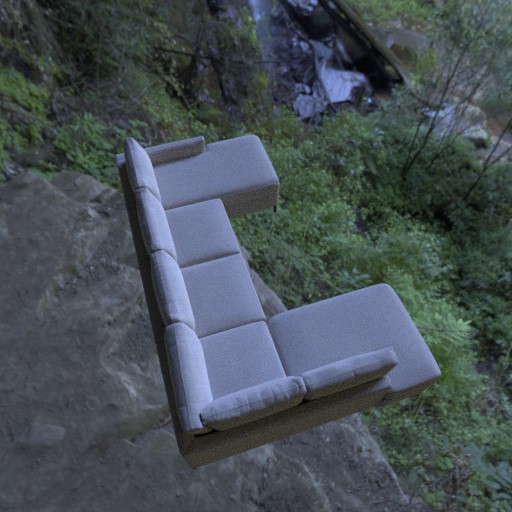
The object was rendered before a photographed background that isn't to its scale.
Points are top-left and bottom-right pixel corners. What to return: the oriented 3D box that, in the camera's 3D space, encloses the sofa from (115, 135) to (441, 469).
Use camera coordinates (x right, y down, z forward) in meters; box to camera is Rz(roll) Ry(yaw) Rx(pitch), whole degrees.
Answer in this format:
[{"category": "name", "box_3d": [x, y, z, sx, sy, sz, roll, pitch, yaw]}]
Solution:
[{"category": "sofa", "box_3d": [0.000, 0.000, 3.937, 1.989, 0.862, 2.984, -15, 58, -10]}]
